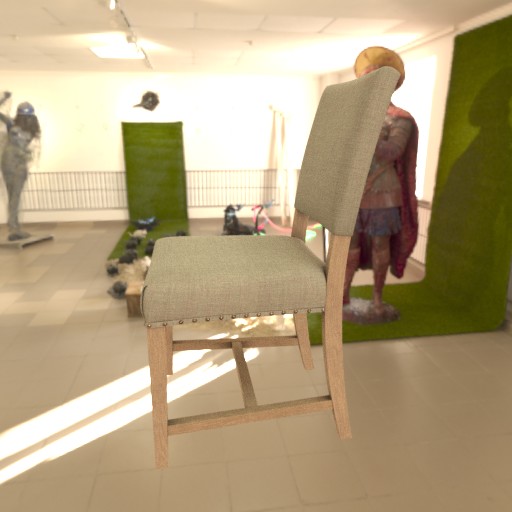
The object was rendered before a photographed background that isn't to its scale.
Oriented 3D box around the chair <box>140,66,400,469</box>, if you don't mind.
[{"bbox_3d":[0.000,0.000,1.299,0.622,0.986,0.508,-2,16,-8],"label":"chair"}]
